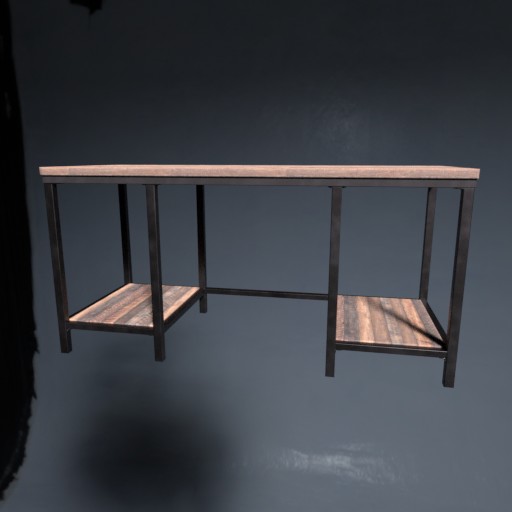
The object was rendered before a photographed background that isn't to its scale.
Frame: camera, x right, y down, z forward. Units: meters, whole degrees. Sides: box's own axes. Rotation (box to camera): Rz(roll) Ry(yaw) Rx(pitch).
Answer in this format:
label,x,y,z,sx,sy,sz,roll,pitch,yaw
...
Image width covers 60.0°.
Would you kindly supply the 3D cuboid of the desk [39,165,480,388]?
label,x,y,z,sx,sy,sz,roll,pitch,yaw
desk,0.000,0.000,1.900,1.538,0.753,0.617,2,13,11
